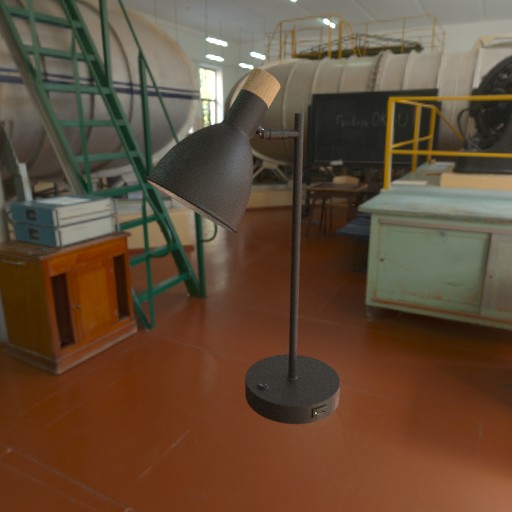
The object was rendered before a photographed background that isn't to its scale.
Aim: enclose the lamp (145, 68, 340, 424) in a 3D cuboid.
[{"bbox_3d":[0.000,0.000,0.615,0.287,0.483,0.152,-9,18,-27],"label":"lamp"}]
